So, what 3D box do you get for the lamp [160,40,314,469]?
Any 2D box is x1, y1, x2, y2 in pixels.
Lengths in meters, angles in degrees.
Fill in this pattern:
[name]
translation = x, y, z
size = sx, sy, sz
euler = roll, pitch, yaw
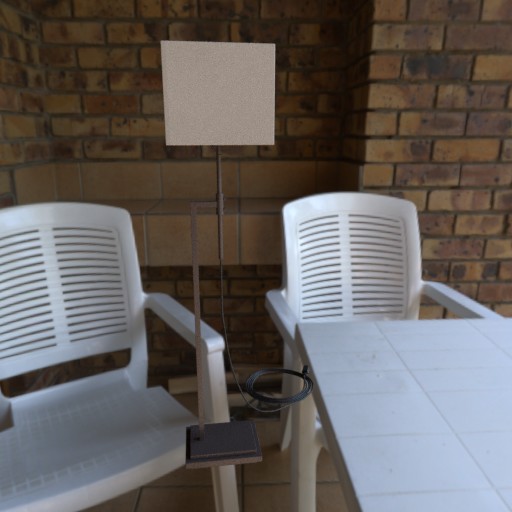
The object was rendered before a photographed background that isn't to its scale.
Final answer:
[lamp]
translation = 0.000, 0.000, 1.980
size = 0.698, 1.600, 0.774
euler = -2, 16, -8
